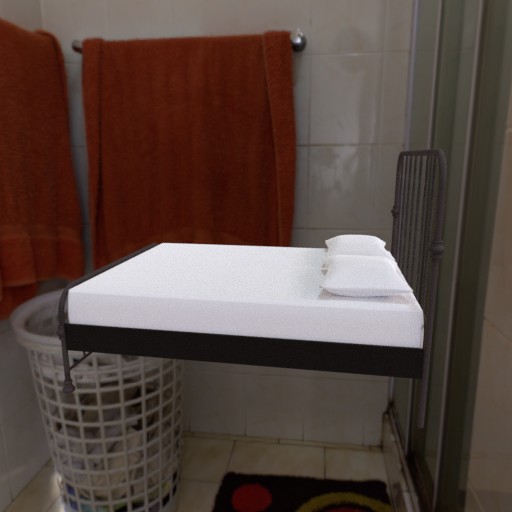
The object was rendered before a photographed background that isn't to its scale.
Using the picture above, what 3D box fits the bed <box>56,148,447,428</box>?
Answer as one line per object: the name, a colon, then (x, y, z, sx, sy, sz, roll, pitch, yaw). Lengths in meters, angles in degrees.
bed: (0.000, 0.000, 3.126, 2.134, 1.446, 1.616, 2, 13, 10)
